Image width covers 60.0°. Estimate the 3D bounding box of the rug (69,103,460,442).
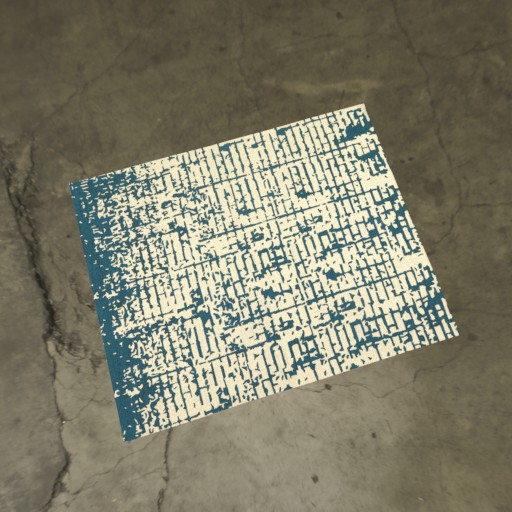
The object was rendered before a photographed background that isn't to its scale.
[{"bbox_3d":[0.000,0.000,4.071,3.017,0.014,2.416,-16,76,-4],"label":"rug"}]
